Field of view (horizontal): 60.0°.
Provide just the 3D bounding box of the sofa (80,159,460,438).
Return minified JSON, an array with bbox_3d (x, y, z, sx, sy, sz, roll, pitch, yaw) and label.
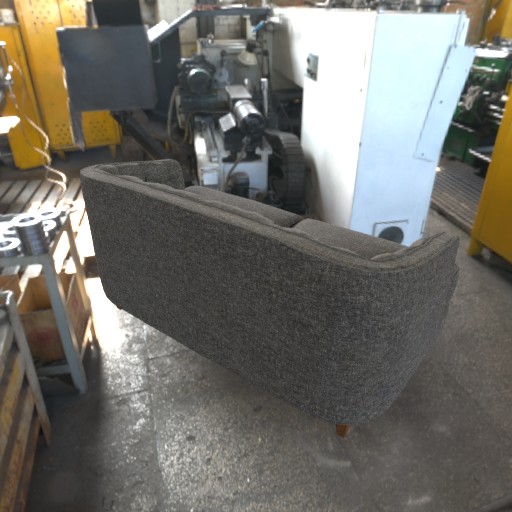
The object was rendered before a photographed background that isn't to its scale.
[{"bbox_3d":[0.000,0.000,2.209,1.733,0.855,0.941,21,36,32],"label":"sofa"}]
